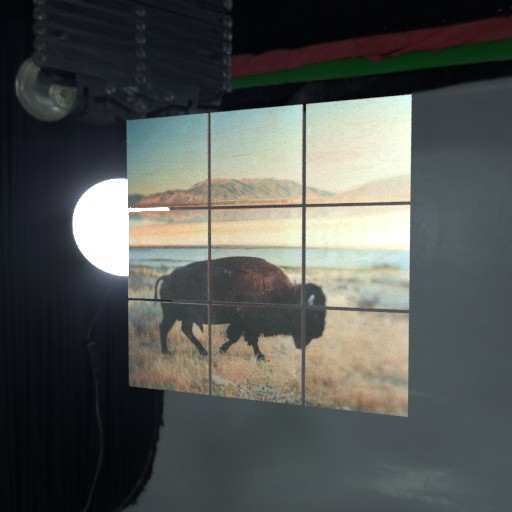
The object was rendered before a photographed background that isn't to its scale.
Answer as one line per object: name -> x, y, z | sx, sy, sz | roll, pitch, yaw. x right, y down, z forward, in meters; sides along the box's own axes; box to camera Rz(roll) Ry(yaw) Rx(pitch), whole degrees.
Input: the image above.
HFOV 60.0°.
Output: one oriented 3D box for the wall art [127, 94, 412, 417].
wall art -> 0.000, 0.000, 1.383 | 0.906, 0.904, 0.018 | 1, 2, 17
